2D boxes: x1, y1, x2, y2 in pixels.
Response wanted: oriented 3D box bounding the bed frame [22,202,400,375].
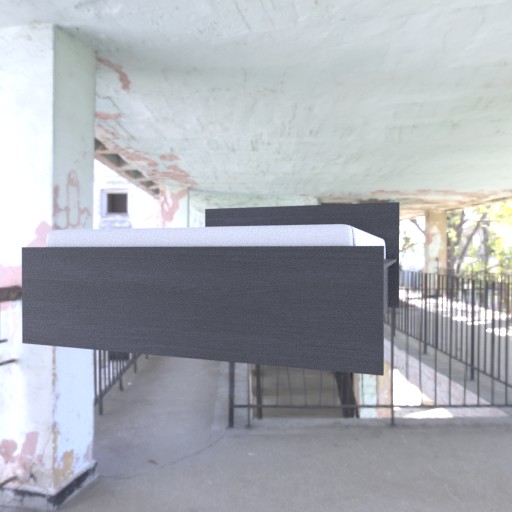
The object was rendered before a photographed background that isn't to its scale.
[{"bbox_3d":[0.000,0.000,2.718,1.622,0.800,1.960,0,1,19],"label":"bed frame"}]
